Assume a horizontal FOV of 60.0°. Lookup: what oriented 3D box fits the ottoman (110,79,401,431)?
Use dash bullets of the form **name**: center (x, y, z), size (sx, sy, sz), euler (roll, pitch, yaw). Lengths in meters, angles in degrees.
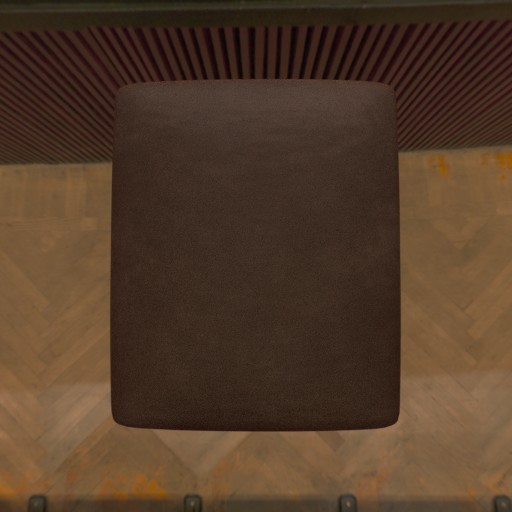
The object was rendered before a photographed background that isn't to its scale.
- **ottoman**: center (0.000, 0.000, 1.202), size (0.670, 0.569, 0.806), euler (0, 88, 1)
